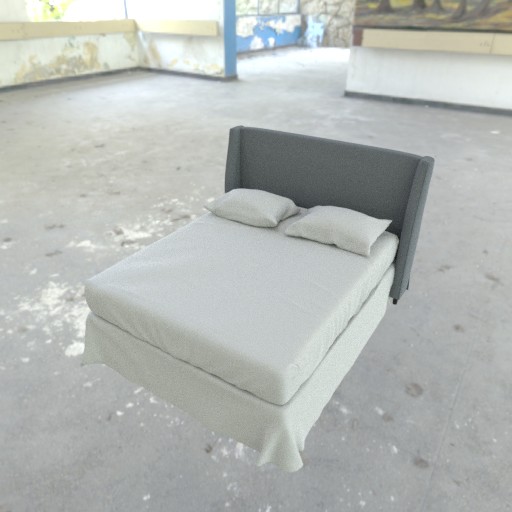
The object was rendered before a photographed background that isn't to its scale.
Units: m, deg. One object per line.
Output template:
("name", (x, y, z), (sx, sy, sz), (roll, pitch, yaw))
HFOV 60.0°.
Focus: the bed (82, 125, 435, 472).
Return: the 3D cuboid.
("bed", (0.000, 0.000, 3.437), (1.925, 1.332, 2.276), (18, 35, 28))
